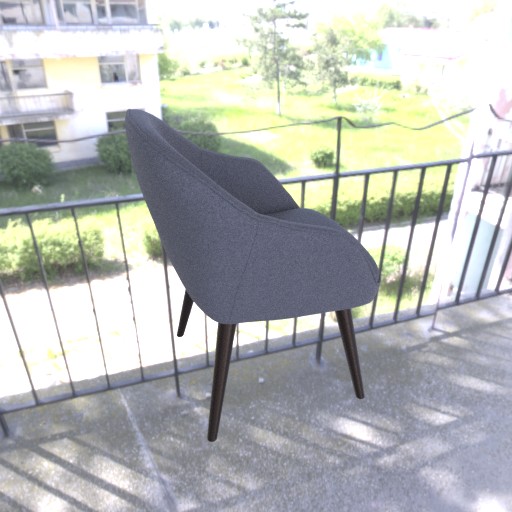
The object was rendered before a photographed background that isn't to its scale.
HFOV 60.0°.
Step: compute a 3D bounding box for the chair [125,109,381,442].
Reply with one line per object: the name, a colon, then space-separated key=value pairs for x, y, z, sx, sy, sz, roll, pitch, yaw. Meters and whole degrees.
chair: x=0.000 y=0.000 z=1.253 sx=0.611 sy=0.810 sz=0.589 roll=-10 pitch=30 yaw=-17
